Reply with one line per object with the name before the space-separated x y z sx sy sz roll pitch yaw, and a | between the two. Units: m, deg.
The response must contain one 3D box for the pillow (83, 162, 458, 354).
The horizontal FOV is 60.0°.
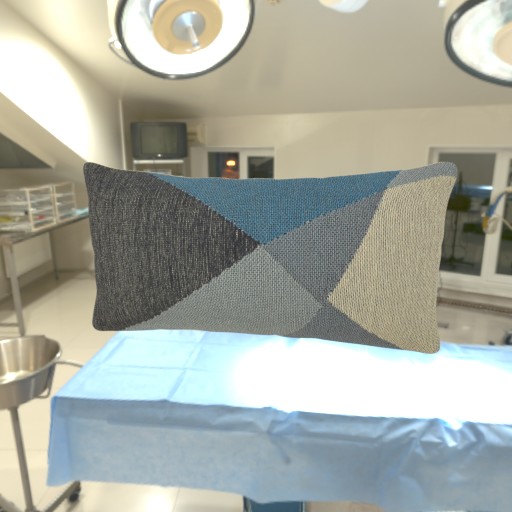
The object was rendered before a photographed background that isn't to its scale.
pillow | 0.000 0.000 0.731 0.604 0.307 0.148 2 14 9
